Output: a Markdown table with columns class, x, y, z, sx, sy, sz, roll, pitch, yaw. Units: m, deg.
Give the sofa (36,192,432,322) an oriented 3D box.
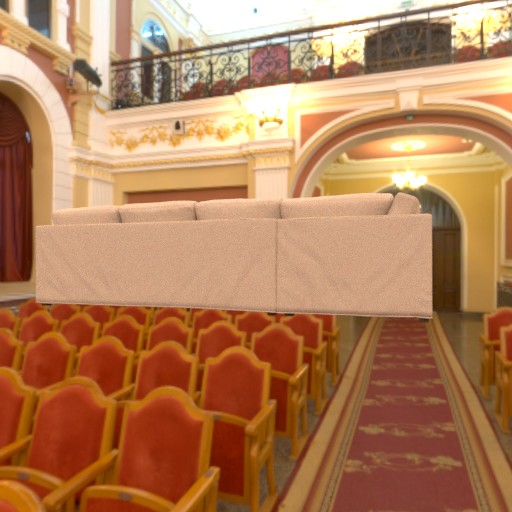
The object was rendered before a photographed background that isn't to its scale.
| class | x | y | z | sx | sy | sz | roll | pitch | yaw |
| --- | --- | --- | --- | --- | --- | --- | --- | --- | --- |
| sofa | 0.000 | 0.000 | 4.416 | 3.182 | 0.871 | 2.432 | 0 | 0 | 19 |
